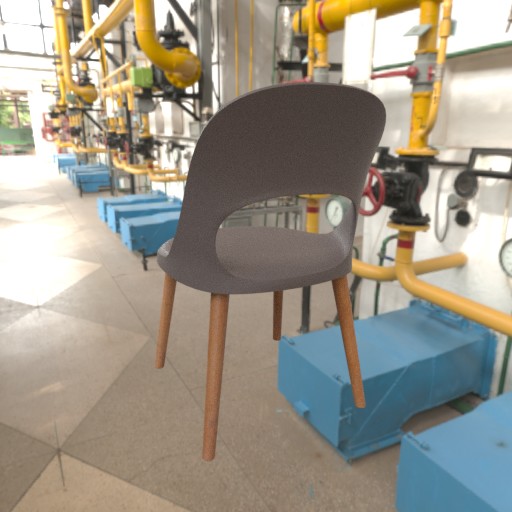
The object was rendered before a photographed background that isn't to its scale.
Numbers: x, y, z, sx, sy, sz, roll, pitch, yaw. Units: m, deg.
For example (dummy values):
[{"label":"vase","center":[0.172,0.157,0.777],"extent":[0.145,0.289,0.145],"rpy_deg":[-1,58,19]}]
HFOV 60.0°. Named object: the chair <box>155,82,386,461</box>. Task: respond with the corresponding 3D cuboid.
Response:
[{"label":"chair","center":[0.000,0.000,1.149],"extent":[0.470,0.794,0.556],"rpy_deg":[-8,18,-26]}]
